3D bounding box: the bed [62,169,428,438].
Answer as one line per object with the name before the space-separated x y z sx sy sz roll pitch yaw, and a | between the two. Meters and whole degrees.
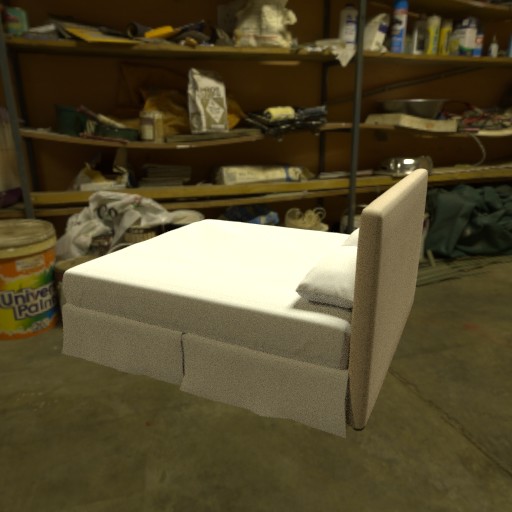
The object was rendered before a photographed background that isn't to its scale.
bed | 0.000 0.000 3.588 2.319 1.317 2.119 8 19 25
